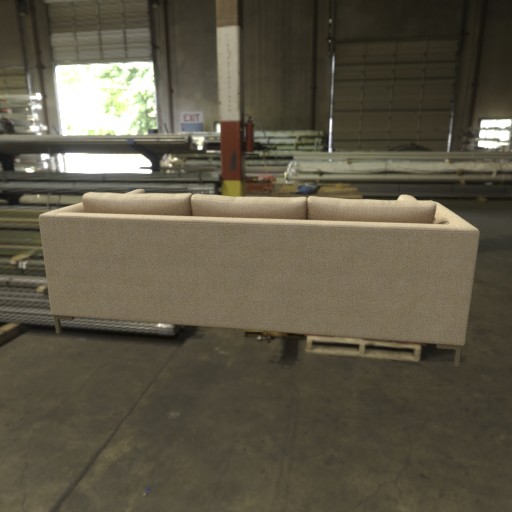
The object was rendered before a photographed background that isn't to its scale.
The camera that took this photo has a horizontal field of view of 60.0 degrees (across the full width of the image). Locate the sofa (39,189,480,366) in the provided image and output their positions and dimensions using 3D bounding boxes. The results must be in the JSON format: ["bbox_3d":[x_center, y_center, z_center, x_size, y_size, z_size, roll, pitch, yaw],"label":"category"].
[{"bbox_3d":[0.000,0.000,2.920,2.415,0.867,0.969,3,16,10],"label":"sofa"}]
